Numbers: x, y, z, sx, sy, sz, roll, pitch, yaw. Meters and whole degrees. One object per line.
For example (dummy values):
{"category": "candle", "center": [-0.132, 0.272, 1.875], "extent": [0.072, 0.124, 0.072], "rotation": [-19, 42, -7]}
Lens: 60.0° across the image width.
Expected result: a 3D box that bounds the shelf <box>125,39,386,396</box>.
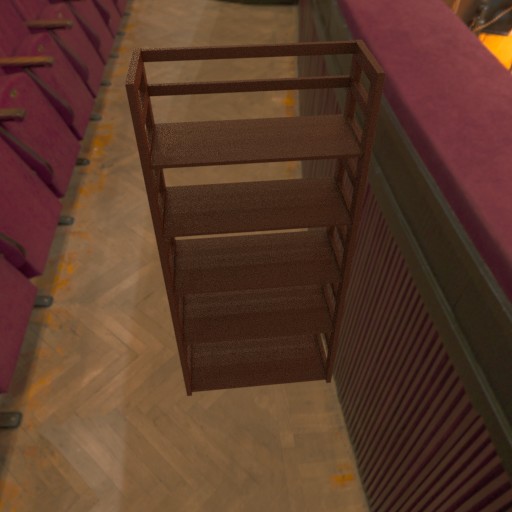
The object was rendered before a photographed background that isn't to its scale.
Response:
{"category": "shelf", "center": [0.000, 0.000, 1.900], "extent": [0.763, 1.600, 0.403], "rotation": [-4, 46, -4]}
